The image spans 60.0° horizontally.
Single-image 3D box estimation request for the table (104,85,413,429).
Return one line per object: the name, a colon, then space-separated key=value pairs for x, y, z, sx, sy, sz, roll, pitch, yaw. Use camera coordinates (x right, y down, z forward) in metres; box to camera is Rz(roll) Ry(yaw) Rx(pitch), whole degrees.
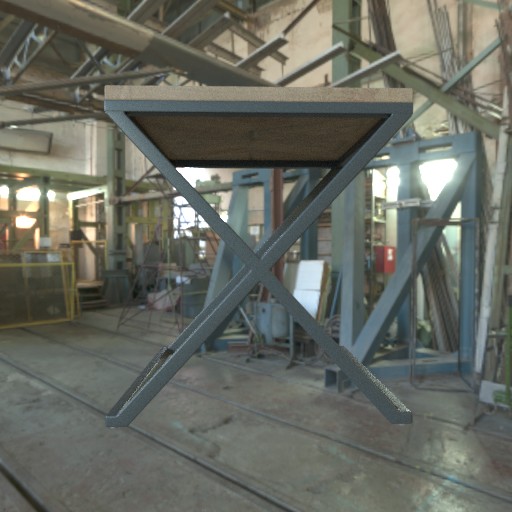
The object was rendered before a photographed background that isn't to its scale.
table: x=0.000 y=0.000 z=0.959 sx=0.498 sy=0.550 sz=0.499 roll=0 pitch=1 yaw=-2
